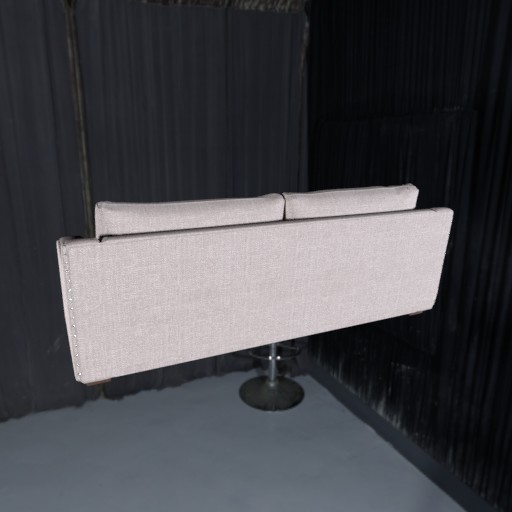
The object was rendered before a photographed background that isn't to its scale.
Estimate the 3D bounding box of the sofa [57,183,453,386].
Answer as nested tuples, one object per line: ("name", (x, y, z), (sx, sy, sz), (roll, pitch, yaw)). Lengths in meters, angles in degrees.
("sofa", (0.000, 0.000, 2.737), (2.208, 0.857, 1.000), (-7, 16, -25))
